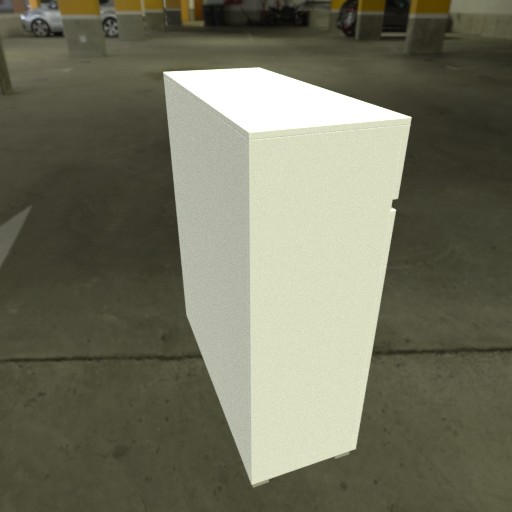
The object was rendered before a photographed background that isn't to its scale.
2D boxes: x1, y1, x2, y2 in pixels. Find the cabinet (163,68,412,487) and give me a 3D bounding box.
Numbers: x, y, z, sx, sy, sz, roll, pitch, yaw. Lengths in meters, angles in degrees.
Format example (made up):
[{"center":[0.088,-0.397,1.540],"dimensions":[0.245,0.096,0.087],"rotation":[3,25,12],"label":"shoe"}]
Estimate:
[{"center":[0.000,0.000,1.667],"dimensions":[0.400,1.190,1.000],"rotation":[-10,31,-18],"label":"cabinet"}]
